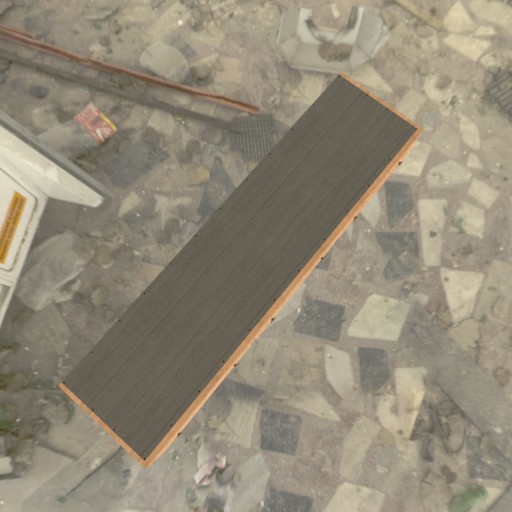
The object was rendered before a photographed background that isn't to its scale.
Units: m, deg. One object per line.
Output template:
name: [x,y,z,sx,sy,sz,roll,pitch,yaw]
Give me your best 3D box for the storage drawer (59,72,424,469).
storage drawer: [0.000,0.000,2.192,0.538,0.264,2.032,39,79,9]
